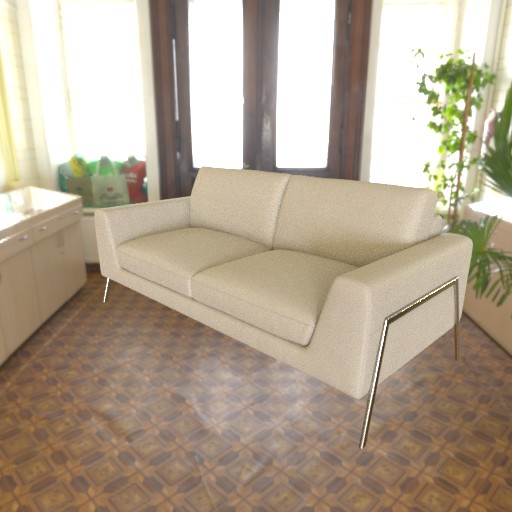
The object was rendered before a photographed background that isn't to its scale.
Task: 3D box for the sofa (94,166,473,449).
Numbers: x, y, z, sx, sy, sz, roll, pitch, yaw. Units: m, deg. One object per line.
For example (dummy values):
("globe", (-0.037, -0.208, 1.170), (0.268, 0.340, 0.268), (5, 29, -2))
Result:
("sofa", (0.000, 0.000, 2.507), (2.017, 0.875, 0.953), (16, 23, 42))
